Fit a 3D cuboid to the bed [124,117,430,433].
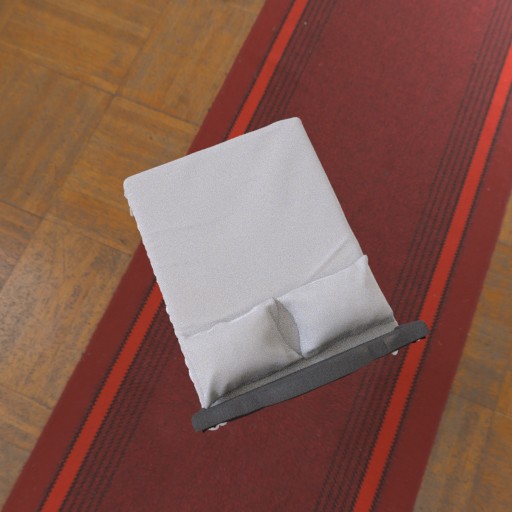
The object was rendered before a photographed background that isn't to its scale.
[{"bbox_3d":[0.000,0.000,3.356,1.780,1.634,2.222,-21,77,-5],"label":"bed"}]
